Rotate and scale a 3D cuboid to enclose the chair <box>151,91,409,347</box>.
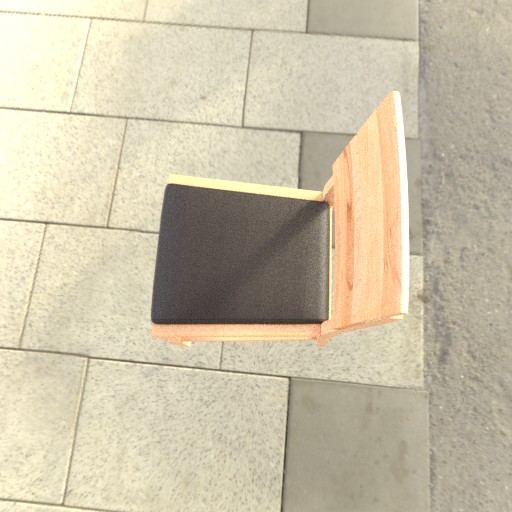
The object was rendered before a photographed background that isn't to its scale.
[{"bbox_3d":[0.000,0.000,1.250,0.560,0.950,0.475,3,75,1],"label":"chair"}]
